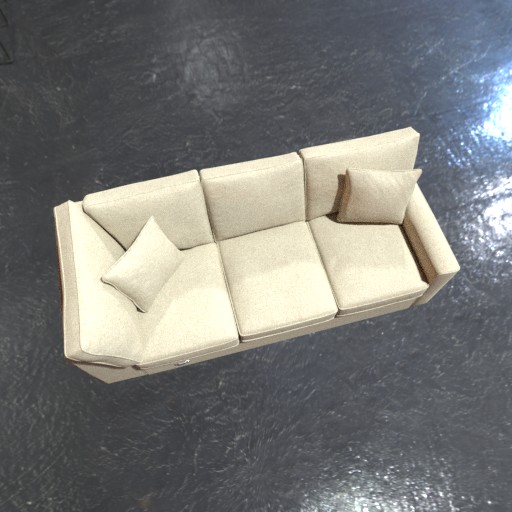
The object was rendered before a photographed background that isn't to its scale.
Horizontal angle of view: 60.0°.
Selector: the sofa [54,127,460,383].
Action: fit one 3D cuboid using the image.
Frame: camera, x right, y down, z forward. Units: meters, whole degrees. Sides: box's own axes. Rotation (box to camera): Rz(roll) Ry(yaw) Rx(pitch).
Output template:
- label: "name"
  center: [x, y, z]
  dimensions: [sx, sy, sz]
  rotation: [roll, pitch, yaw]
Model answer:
- label: "sofa"
  center: [0.000, 0.000, 2.896]
  dimensions: [2.323, 0.948, 1.053]
  rotation: [-13, 65, -6]
